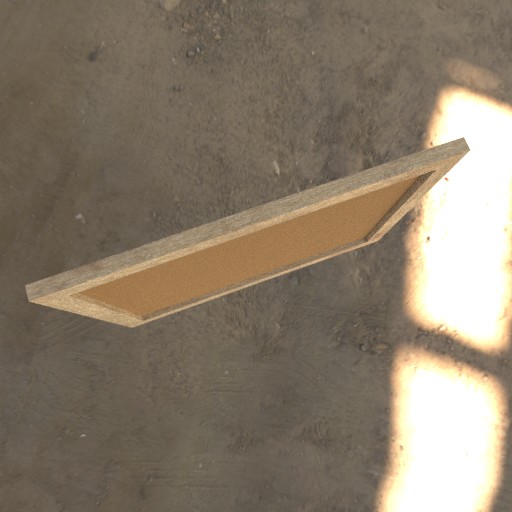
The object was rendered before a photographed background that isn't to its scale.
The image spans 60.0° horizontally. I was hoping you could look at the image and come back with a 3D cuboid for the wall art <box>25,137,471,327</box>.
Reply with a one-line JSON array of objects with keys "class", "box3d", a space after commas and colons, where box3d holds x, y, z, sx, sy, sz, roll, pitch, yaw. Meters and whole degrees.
[{"class": "wall art", "box3d": [0.000, 0.000, 0.915, 0.690, 0.535, 0.026, -19, 78, -4]}]
